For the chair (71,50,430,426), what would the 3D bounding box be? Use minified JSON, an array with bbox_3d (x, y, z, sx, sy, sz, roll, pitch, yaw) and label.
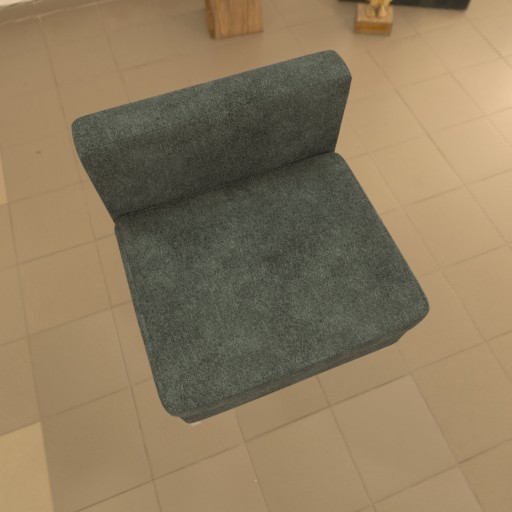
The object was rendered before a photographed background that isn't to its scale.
[{"bbox_3d":[0.000,0.000,1.199,0.680,0.660,0.680,-19,65,-9],"label":"chair"}]
